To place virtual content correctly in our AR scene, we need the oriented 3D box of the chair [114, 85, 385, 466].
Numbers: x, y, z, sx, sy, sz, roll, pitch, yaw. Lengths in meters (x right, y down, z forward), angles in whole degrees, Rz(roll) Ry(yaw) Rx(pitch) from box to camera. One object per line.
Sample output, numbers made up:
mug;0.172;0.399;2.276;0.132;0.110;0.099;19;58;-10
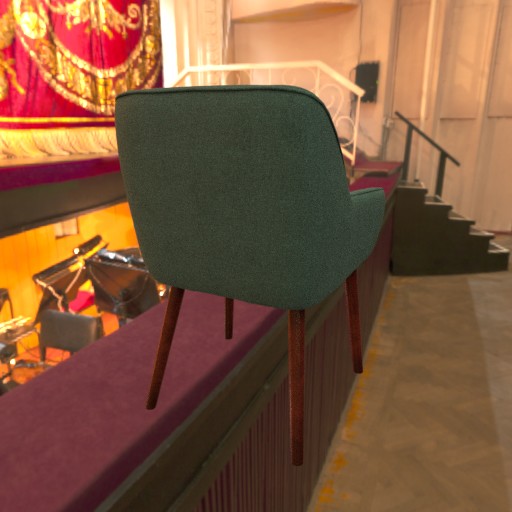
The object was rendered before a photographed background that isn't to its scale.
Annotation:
chair;0.000;0.000;1.156;0.543;0.803;0.519;9;19;27
